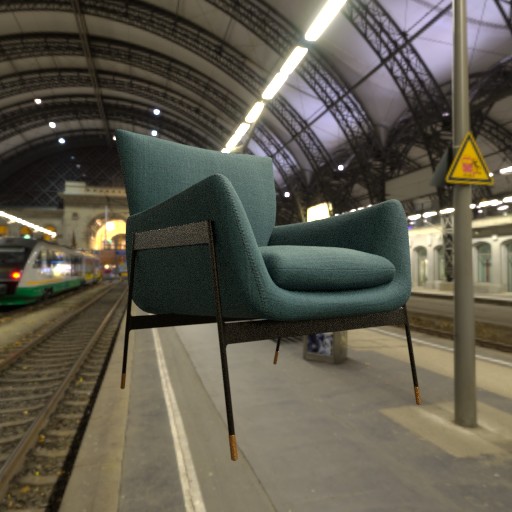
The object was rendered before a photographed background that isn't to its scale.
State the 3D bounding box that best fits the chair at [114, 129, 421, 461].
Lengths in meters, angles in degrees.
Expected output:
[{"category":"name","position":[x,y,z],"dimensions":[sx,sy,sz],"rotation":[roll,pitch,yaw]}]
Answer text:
[{"category":"chair","position":[0.000,0.000,1.388],"dimensions":[0.678,0.859,0.769],"rotation":[1,-2,-36]}]
